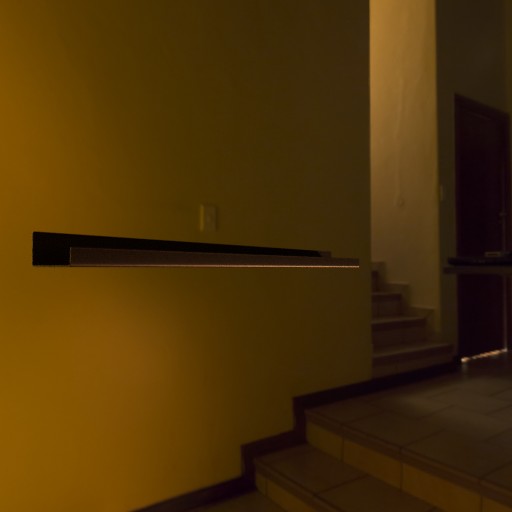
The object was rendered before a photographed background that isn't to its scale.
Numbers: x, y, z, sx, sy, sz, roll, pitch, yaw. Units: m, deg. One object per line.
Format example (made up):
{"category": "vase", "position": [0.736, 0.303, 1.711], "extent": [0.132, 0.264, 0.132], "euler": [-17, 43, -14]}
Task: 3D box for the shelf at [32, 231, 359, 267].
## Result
{"category": "shelf", "position": [0.000, 0.000, 0.952], "extent": [0.092, 0.049, 0.924], "euler": [-1, -2, 35]}
